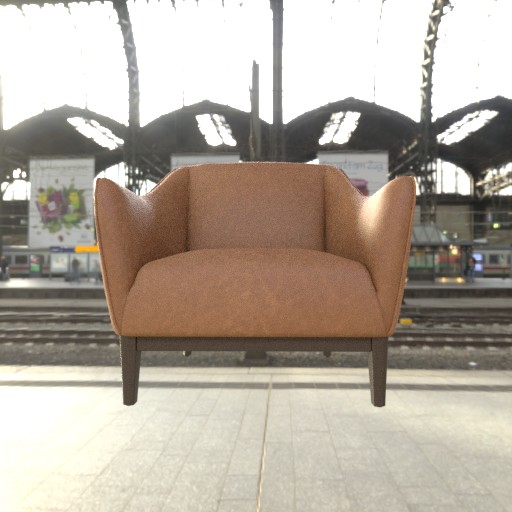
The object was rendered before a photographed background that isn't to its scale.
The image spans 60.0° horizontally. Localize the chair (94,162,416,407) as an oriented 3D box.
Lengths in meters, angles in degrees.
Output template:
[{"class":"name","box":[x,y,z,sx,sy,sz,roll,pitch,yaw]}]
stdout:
[{"class":"chair","box":[0.000,0.000,1.560,0.871,0.830,0.852,0,-1,1]}]
